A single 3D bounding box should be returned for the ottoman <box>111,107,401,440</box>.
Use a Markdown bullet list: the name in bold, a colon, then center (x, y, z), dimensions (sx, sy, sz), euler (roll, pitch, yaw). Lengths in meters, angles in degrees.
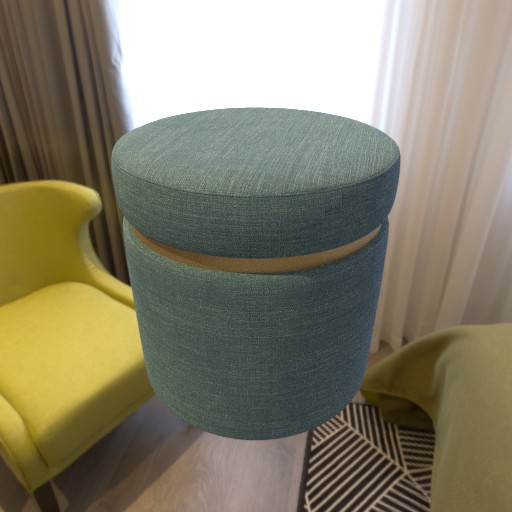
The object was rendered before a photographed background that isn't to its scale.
- **ottoman**: center (0.000, 0.000, 0.716), dimensions (0.398, 0.406, 0.398), euler (0, 31, 0)
